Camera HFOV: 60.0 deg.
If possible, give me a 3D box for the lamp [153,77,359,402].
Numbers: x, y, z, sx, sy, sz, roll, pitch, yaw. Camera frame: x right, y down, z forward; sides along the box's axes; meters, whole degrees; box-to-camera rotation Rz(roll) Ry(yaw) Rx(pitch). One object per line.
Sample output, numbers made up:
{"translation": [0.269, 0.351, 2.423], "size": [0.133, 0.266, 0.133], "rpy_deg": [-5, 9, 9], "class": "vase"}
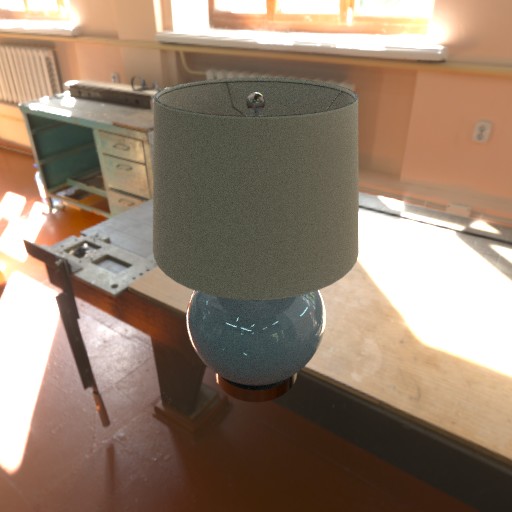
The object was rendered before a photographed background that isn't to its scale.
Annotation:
{"translation": [0.000, 0.000, 0.551], "size": [0.247, 0.387, 0.247], "rpy_deg": [0, 30, 0], "class": "lamp"}
